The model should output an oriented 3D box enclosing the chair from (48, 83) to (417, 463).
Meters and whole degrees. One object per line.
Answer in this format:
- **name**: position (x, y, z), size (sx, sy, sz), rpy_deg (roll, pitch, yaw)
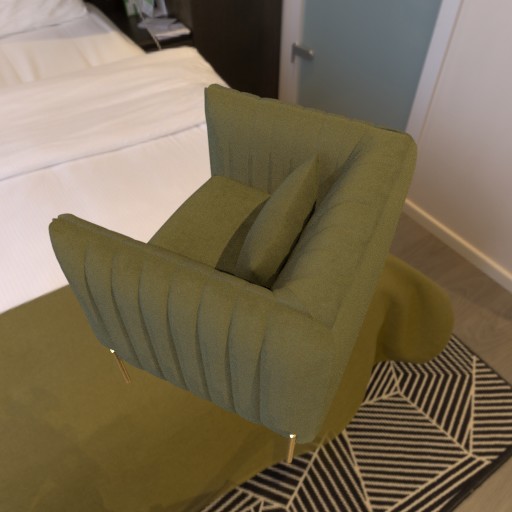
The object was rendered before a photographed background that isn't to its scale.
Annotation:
- **chair**: position (0.000, 0.000, 1.657), size (0.877, 0.794, 1.032), rpy_deg (20, 51, 17)
